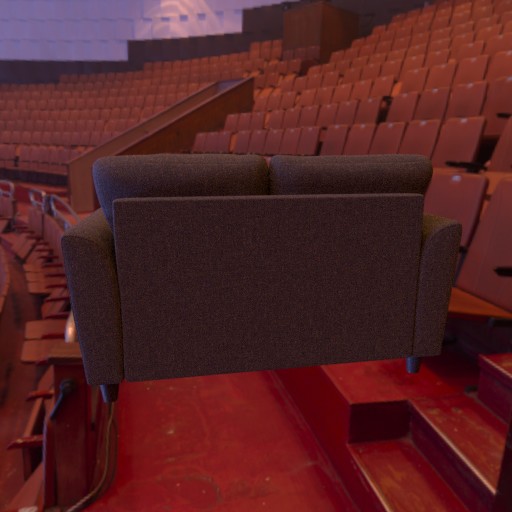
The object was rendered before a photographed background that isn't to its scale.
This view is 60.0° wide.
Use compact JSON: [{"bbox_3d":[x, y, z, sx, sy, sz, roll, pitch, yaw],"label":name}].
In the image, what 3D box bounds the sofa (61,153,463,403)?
[{"bbox_3d":[0.000,0.000,1.968,1.423,0.885,0.851,-2,13,-10],"label":"sofa"}]
